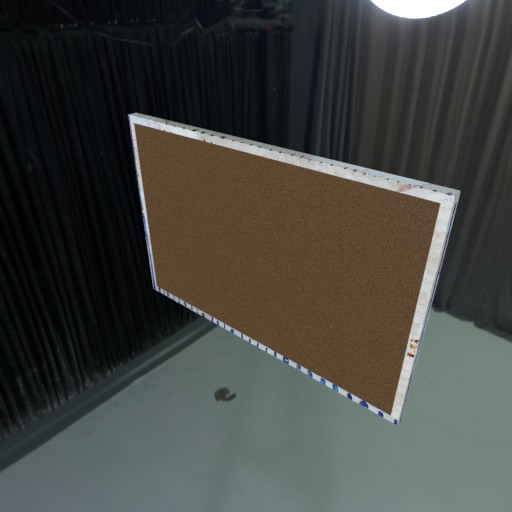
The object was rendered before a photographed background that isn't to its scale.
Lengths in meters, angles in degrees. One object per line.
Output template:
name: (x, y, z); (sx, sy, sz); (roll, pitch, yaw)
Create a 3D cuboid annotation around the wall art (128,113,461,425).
wall art: (0.000, 0.000, 1.187); (0.919, 0.609, 0.030); (23, 38, 33)
